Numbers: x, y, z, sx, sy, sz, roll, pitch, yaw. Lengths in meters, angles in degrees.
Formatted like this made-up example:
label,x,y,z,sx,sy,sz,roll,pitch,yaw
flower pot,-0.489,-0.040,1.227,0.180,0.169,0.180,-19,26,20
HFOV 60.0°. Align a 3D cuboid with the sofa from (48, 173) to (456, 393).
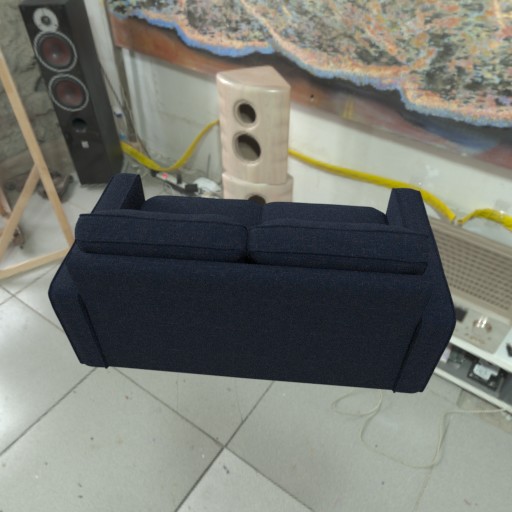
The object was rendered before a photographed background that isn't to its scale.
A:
label,x,y,z,sx,sy,sz,roll,pitch,yaw
sofa,0.000,0.000,2.228,1.709,0.918,0.947,4,44,4
